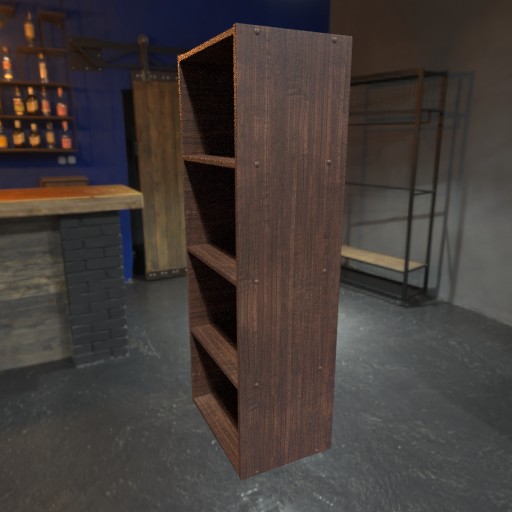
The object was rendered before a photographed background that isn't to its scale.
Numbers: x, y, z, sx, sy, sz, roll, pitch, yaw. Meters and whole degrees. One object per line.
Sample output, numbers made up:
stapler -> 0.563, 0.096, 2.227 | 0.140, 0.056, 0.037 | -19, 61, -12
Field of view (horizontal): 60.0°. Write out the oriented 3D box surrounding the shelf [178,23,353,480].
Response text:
shelf -> 0.000, 0.000, 1.269 | 0.290, 1.099, 0.415 | -7, 17, -25
